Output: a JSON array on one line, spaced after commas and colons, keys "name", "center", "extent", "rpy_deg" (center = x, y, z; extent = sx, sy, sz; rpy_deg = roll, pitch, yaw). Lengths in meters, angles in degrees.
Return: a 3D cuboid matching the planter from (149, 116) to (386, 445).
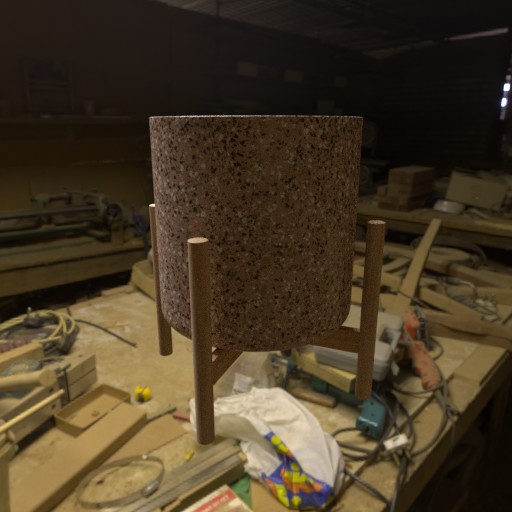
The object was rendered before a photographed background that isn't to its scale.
[{"name": "planter", "center": [0.000, 0.000, 0.704], "extent": [0.360, 0.419, 0.360], "rpy_deg": [16, 23, 42]}]
